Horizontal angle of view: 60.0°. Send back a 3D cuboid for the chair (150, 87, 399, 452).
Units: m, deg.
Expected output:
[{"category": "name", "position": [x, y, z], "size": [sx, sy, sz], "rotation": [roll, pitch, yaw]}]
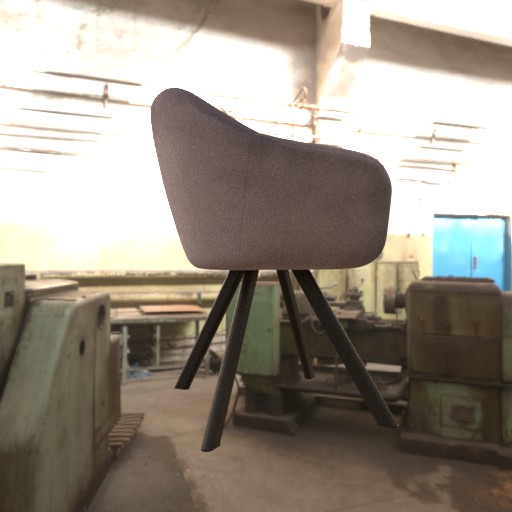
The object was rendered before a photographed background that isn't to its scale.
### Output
[{"category": "chair", "position": [0.000, 0.000, 1.157], "size": [0.540, 0.780, 0.570], "rotation": [0, -1, -17]}]
